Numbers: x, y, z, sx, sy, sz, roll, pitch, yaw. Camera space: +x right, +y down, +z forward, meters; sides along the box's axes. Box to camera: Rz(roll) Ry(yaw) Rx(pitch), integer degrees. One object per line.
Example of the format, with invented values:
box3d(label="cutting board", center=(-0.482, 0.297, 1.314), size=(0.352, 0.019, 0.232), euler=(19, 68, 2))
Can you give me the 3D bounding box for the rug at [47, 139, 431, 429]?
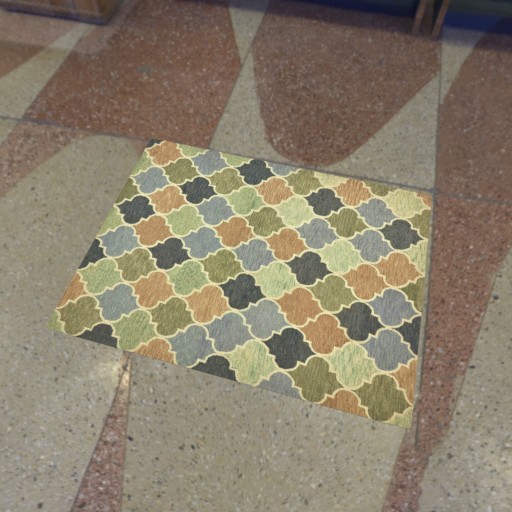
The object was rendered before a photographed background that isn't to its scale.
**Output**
box3d(label="rug", center=(0.000, 0.000, 4.319), size=(3.200, 0.013, 2.439), euler=(13, 60, 8))
